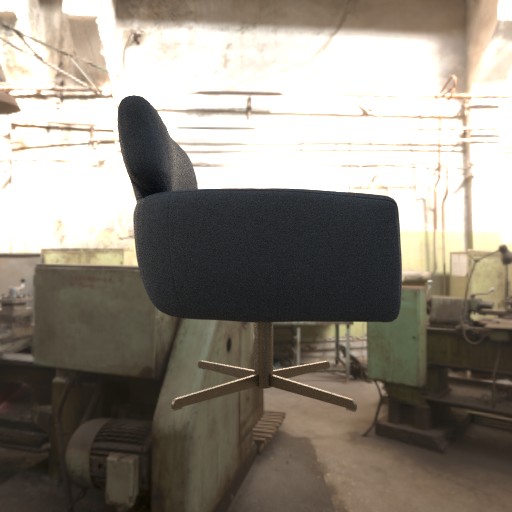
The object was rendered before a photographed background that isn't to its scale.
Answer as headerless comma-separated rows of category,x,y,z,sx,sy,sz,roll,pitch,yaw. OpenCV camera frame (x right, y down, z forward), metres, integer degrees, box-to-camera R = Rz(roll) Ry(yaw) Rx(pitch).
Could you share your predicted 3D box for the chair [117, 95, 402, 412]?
chair,0.000,0.000,1.391,0.761,0.813,0.738,0,-1,1
